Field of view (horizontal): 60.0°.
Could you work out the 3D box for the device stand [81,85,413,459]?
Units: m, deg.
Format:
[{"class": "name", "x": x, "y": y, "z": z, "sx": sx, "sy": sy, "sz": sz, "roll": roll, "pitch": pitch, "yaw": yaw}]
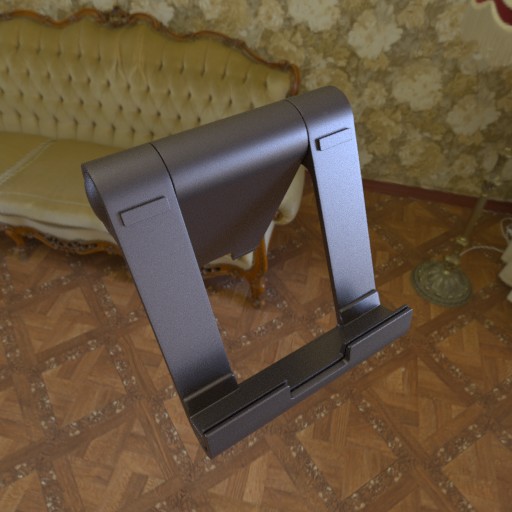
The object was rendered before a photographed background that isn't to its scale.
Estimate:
[{"class": "device stand", "x": 0.000, "y": 0.000, "z": 0.153, "sx": 0.088, "sy": 0.084, "sz": 0.079, "roll": -25, "pitch": 51, "yaw": -22}]
